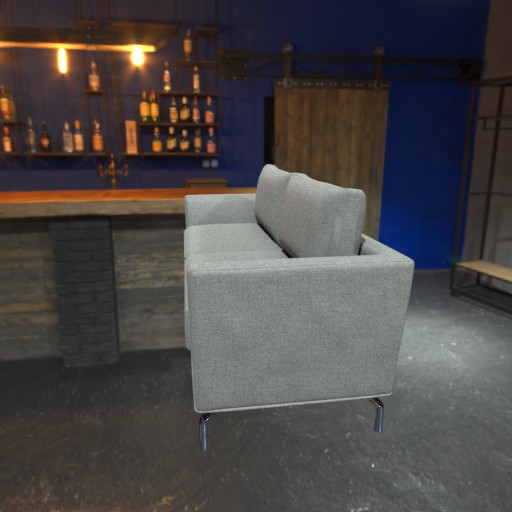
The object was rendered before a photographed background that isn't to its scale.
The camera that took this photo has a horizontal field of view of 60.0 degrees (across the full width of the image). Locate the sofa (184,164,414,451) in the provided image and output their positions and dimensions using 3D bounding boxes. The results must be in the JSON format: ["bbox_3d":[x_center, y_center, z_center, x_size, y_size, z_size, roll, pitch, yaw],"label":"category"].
[{"bbox_3d":[0.000,0.000,2.697,0.869,1.002,2.212,-2,15,-9],"label":"sofa"}]
